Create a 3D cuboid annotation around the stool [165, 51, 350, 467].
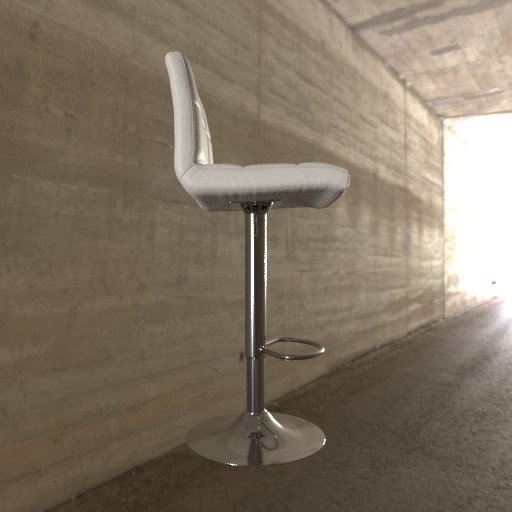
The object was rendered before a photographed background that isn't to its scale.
[{"bbox_3d":[0.000,0.000,1.376,0.505,1.115,0.430,0,-1,0],"label":"stool"}]
